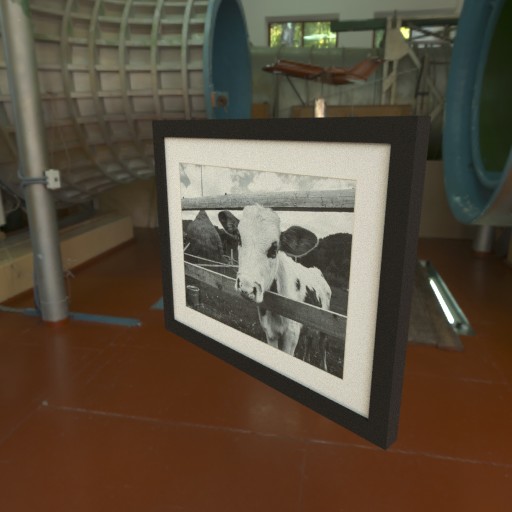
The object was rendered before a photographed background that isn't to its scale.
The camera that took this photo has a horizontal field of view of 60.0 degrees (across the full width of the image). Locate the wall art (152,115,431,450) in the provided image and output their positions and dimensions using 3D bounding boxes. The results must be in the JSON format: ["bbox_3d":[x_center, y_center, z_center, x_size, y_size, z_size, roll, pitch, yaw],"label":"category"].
[{"bbox_3d":[0.000,0.000,0.556,0.024,0.329,0.404,-15,22,-42],"label":"wall art"}]
